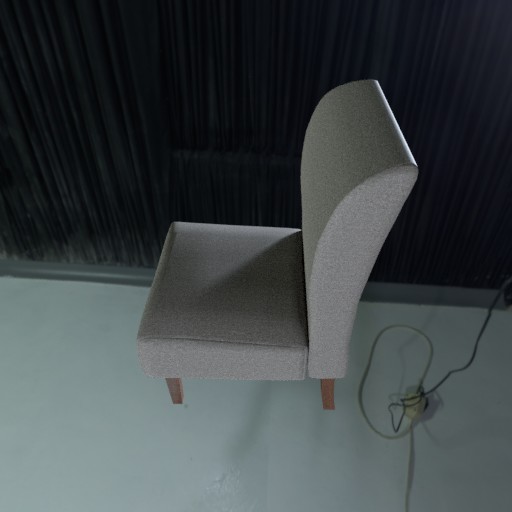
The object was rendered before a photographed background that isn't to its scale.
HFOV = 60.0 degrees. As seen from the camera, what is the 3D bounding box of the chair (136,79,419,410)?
[{"bbox_3d":[0.000,0.000,1.197,0.592,0.804,0.513,1,41,1],"label":"chair"}]
